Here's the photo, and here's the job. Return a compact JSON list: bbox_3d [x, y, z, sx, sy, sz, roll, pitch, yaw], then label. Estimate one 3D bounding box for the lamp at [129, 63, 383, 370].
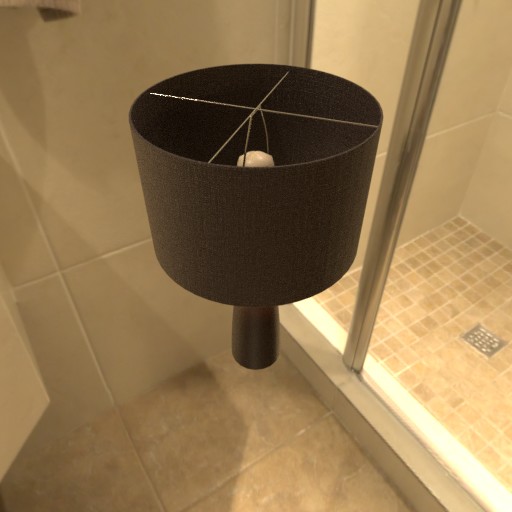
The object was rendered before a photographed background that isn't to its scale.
[{"bbox_3d":[0.000,0.000,0.699,0.303,0.488,0.303,0,41,0],"label":"lamp"}]
